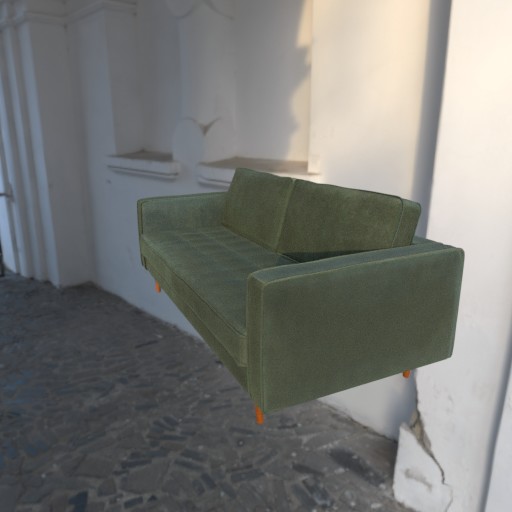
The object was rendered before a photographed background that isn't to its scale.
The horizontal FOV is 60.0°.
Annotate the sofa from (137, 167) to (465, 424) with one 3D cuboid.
[{"bbox_3d":[0.000,0.000,2.280,0.886,0.781,1.816,-8,18,-25],"label":"sofa"}]
